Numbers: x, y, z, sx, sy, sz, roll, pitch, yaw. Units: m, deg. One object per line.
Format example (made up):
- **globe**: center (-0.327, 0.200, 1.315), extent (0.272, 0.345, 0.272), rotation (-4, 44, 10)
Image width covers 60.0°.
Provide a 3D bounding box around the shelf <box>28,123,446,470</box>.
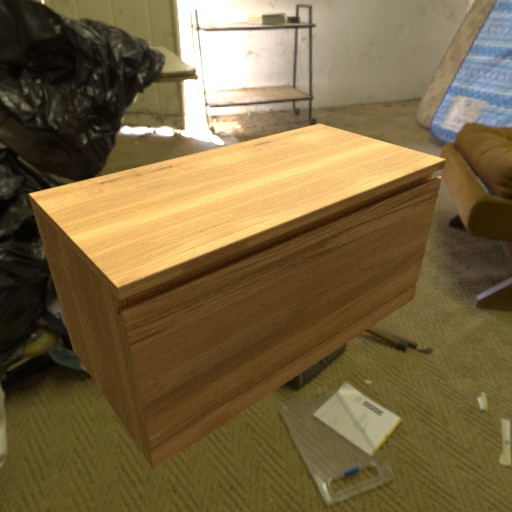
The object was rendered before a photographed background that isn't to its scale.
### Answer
- **shelf**: center (0.000, 0.000, 1.035), extent (0.800, 0.400, 0.400), rotation (-23, 38, -33)
